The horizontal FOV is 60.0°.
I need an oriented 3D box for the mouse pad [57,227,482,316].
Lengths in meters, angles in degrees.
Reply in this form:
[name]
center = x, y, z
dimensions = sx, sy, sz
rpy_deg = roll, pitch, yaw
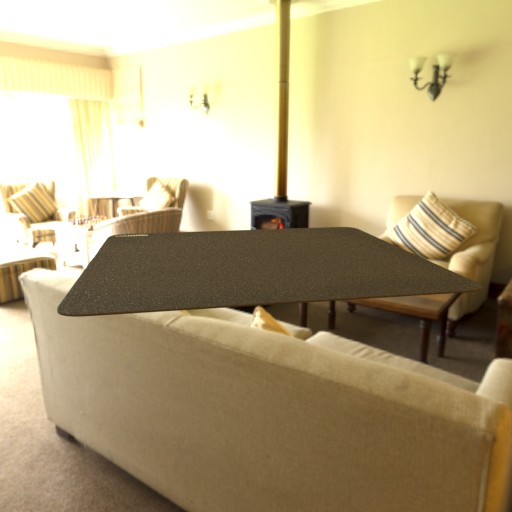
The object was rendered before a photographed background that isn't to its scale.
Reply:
[mouse pad]
center = 0.000, 0.000, 0.629
dimensions = 0.451, 0.002, 0.393
rpy_deg = -2, 14, -10
